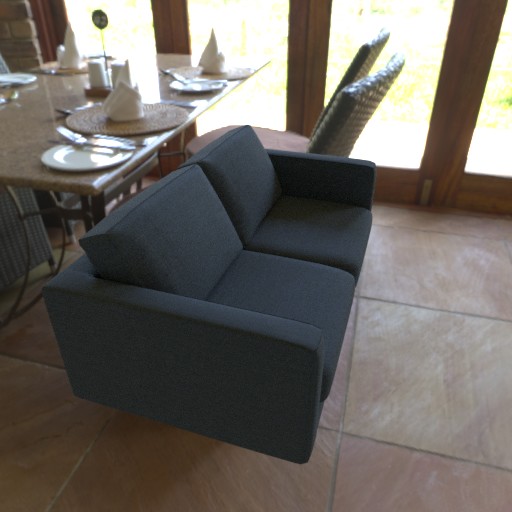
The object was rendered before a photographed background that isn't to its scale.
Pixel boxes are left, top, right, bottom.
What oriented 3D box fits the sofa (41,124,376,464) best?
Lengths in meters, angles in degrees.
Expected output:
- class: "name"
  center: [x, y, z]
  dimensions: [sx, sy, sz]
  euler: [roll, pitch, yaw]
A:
- class: "sofa"
  center: [0.000, 0.000, 2.175]
  dimensions: [0.999, 0.907, 1.659]
  euler: [10, 33, 16]
